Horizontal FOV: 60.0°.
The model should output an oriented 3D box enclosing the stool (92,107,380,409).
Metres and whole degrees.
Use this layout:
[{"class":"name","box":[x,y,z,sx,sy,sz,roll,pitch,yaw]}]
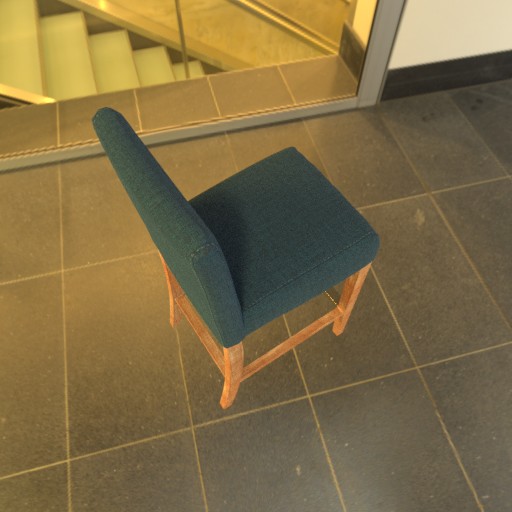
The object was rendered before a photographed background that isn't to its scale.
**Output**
[{"class":"stool","box":[0.000,0.000,1.323,0.567,1.039,0.454,-30,63,-17]}]
